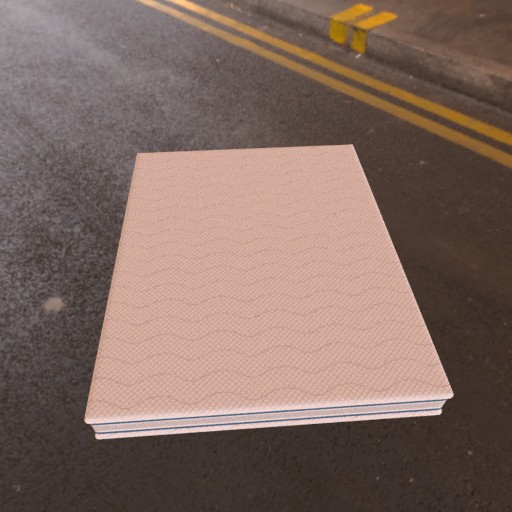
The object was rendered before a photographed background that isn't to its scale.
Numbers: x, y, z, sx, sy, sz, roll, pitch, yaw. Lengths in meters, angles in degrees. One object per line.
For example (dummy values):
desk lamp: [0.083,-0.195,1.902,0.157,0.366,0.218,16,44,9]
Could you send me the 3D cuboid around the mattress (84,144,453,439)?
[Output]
mattress: [0.000,0.000,2.663,1.600,0.230,2.000,-3,46,-3]
